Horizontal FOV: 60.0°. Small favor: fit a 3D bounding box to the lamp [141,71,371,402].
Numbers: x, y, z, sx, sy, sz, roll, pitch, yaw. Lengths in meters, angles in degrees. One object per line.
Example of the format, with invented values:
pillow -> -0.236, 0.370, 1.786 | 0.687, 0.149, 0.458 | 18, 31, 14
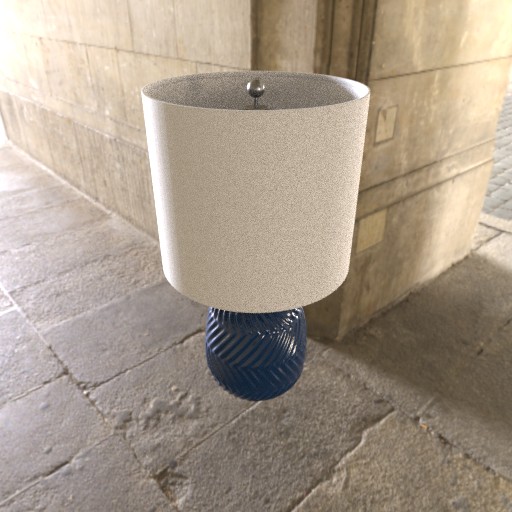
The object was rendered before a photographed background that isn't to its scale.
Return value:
lamp -> 0.000, 0.000, 0.492 | 0.203, 0.368, 0.203 | 1, 30, 2
